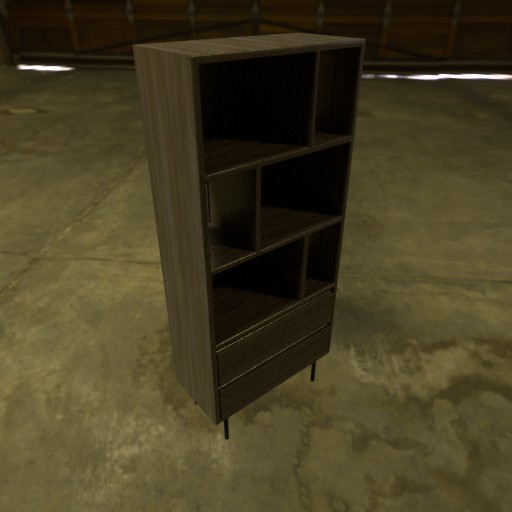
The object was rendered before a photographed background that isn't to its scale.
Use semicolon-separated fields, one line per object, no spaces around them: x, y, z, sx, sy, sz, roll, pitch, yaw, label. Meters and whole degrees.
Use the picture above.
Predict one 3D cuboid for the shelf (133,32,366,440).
0.000;0.000;1.768;0.670;1.545;0.323;-23;38;-33;shelf
